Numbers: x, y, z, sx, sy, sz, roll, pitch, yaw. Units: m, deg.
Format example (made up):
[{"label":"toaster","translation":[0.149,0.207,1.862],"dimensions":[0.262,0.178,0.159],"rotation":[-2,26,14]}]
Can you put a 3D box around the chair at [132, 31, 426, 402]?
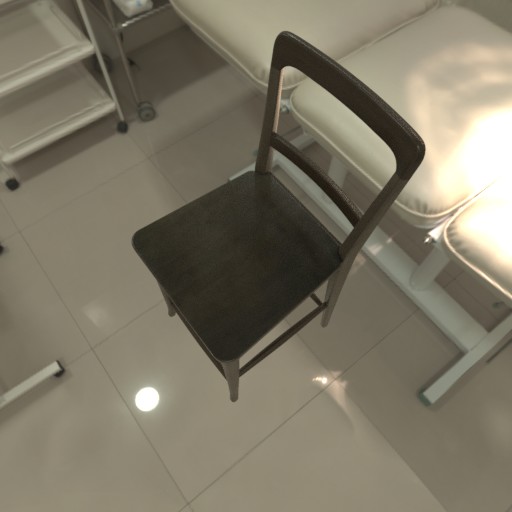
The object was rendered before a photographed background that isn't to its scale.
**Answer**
[{"label":"chair","translation":[0.000,0.000,1.281],"dimensions":[0.546,0.991,0.450],"rotation":[-35,68,-16]}]
